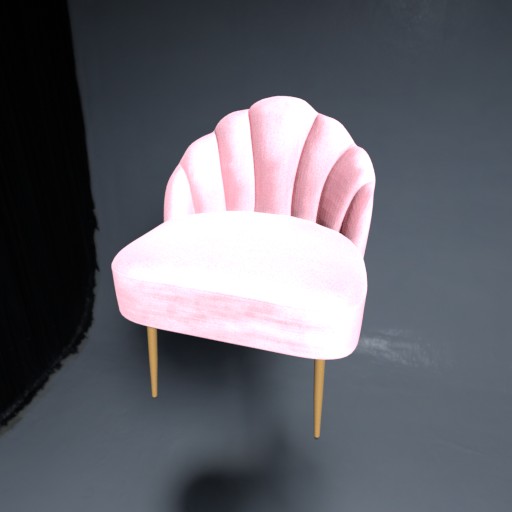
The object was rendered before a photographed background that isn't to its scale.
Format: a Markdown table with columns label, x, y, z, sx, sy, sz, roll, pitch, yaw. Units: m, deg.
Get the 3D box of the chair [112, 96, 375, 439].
| label | x | y | z | sx | sy | sz | roll | pitch | yaw |
| --- | --- | --- | --- | --- | --- | --- | --- | --- | --- |
| chair | 0.000 | 0.000 | 1.299 | 0.657 | 0.819 | 0.599 | 8 | 28 | 16 |
